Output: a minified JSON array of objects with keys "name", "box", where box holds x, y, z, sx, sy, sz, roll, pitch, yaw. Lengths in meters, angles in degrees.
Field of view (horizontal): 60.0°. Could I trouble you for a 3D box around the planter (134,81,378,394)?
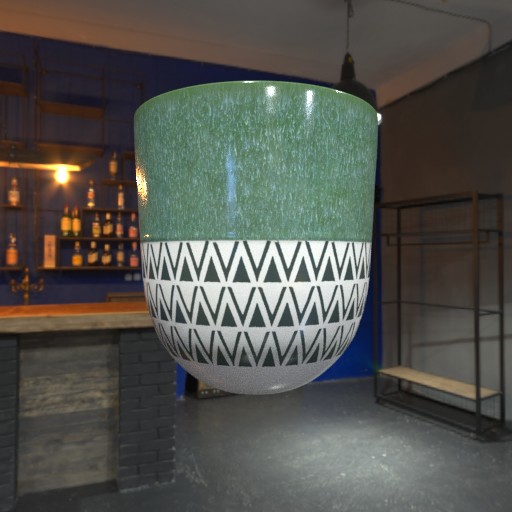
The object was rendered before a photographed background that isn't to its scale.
[{"name":"planter","box":[0.000,0.000,0.367,0.195,0.214,0.195,0,0,0]}]
